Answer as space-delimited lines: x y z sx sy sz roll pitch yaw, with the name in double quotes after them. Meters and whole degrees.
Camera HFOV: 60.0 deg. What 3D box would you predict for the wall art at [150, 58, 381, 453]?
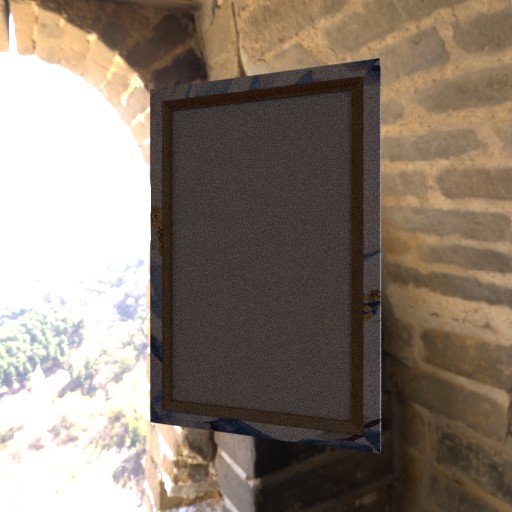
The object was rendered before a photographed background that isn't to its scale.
0.000 0.000 1.123 0.610 0.914 0.016 0 0 18 "wall art"
